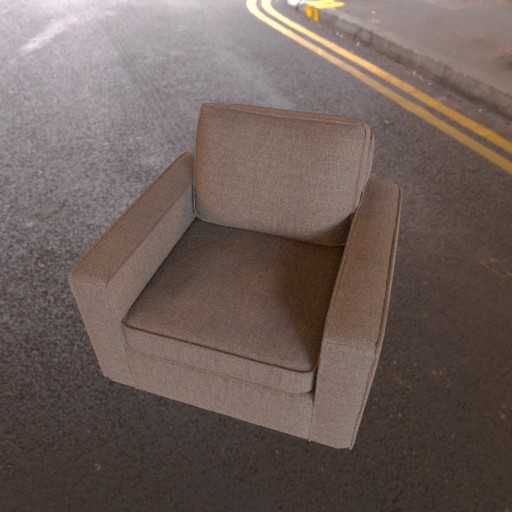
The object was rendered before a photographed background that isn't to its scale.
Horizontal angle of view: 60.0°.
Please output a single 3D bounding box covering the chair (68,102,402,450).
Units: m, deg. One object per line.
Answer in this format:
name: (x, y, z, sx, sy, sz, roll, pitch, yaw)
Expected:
chair: (0.000, 0.000, 1.716, 1.016, 0.914, 0.940, 12, 42, 13)
